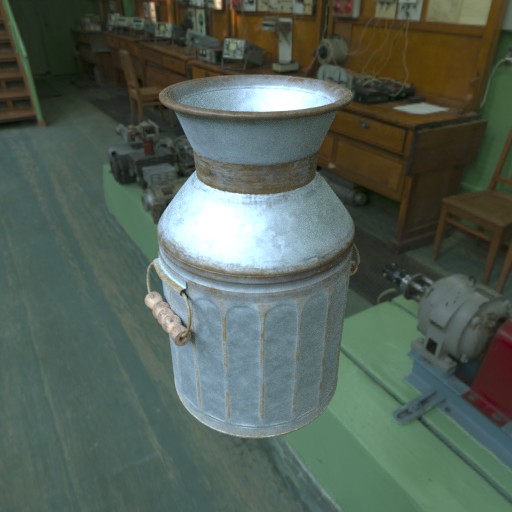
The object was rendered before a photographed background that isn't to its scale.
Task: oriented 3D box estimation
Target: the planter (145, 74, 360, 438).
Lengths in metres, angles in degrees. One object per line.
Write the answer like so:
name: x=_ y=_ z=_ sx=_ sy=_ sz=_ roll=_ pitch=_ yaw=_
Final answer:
planter: x=0.000 y=0.000 z=0.501 sx=0.248 sy=0.358 sz=0.215 roll=-19 pitch=36 yaw=-28
